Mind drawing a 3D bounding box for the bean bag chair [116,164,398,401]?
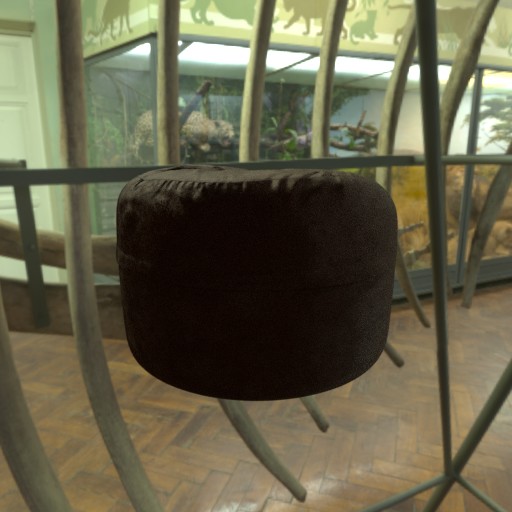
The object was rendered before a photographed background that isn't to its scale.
[{"bbox_3d":[0.000,0.000,1.521,0.918,0.616,0.918,0,14,0],"label":"bean bag chair"}]
